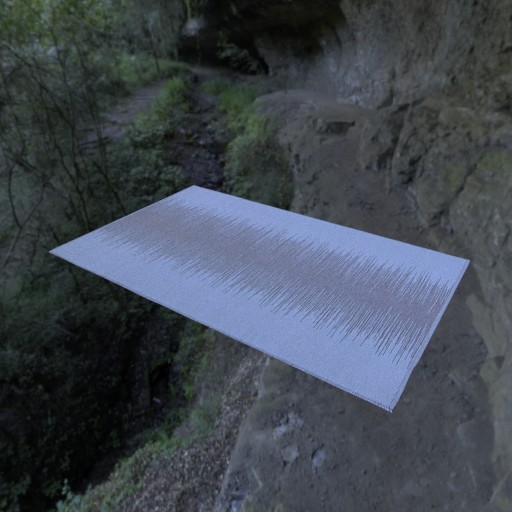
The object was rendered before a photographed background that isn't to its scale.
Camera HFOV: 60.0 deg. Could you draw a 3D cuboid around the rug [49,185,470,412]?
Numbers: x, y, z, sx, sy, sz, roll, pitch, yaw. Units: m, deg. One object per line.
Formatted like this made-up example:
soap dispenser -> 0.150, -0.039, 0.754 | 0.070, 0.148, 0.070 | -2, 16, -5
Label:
rug -> 0.000, 0.000, 3.014 | 2.440, 0.012, 1.522 | 19, 35, 29
